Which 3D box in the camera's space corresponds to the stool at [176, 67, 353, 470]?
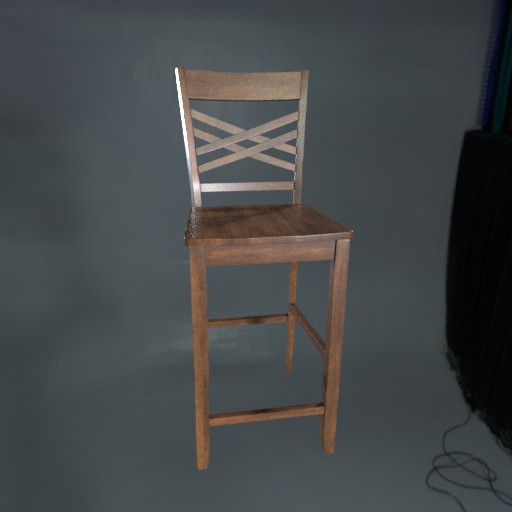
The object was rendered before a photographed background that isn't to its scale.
[{"bbox_3d":[0.000,0.000,1.348,0.426,1.098,0.504,-3,18,-9],"label":"stool"}]
